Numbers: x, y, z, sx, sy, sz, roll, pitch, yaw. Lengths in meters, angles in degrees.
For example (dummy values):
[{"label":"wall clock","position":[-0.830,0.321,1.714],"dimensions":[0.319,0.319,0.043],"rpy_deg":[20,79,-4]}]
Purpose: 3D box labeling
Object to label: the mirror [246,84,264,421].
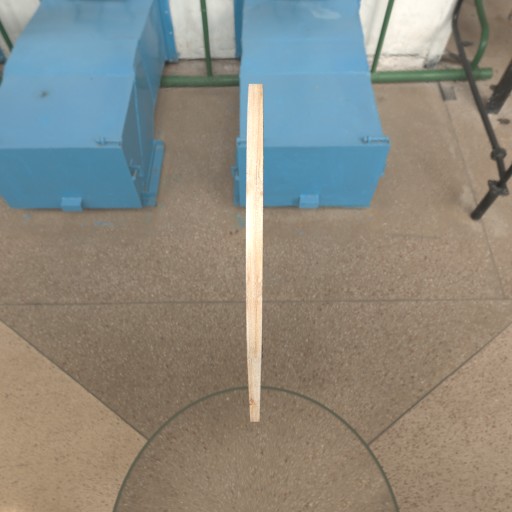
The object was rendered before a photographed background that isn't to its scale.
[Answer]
[{"label":"mirror","position":[0.000,0.000,1.189],"dimensions":[0.032,0.920,0.660],"rpy_deg":[0,58,0]}]
